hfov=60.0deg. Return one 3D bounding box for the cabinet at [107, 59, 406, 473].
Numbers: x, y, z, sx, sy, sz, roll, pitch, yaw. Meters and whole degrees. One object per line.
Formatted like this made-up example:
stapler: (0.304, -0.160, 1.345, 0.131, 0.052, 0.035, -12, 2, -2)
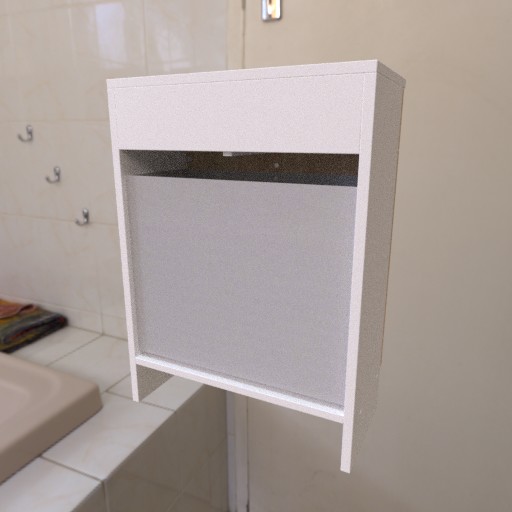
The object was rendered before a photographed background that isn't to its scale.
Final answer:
cabinet: (0.000, 0.000, 1.093, 0.600, 0.815, 0.296, 8, 17, 26)
